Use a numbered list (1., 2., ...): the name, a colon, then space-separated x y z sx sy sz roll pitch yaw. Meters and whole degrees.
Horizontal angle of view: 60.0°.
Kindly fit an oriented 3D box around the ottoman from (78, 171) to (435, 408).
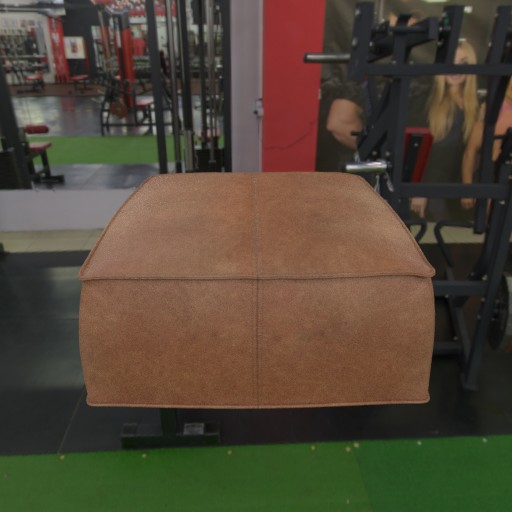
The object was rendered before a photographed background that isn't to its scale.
1. ottoman: 0.000 0.000 1.391 0.901 0.395 0.902 0 26 -1
